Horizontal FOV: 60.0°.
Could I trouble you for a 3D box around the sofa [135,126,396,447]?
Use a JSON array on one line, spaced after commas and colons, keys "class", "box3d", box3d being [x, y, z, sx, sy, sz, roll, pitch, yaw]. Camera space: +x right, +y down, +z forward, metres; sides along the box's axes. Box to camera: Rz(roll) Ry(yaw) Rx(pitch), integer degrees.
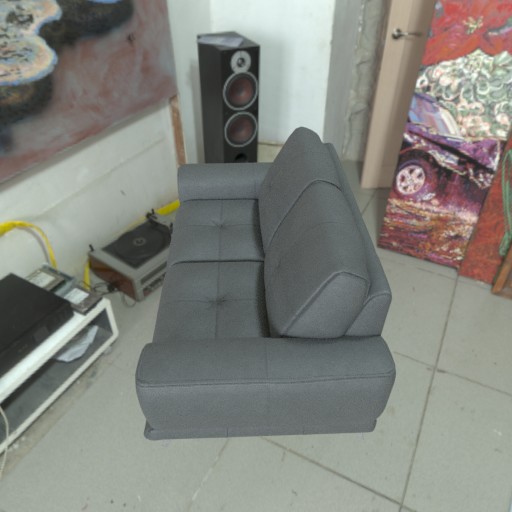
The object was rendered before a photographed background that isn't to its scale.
[{"class": "sofa", "box3d": [0.000, 0.000, 2.392, 1.018, 0.907, 1.806, -1, 39, -2]}]
